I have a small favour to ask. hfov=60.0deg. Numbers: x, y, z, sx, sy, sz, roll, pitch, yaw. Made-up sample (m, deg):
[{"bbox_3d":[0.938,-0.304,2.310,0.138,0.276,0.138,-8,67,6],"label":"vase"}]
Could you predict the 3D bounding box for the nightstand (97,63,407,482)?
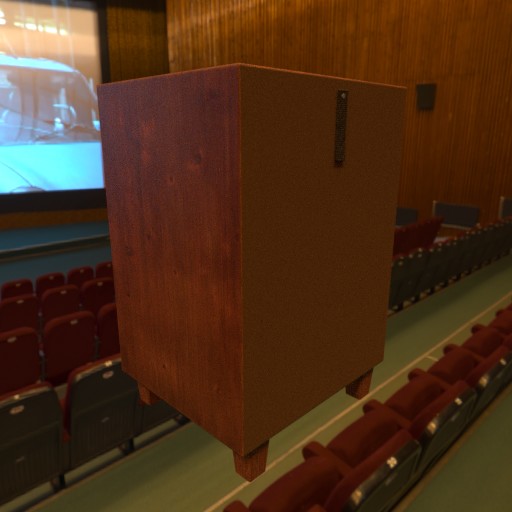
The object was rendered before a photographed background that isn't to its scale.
[{"bbox_3d":[0.000,0.000,0.967,0.410,0.695,0.465,15,22,43],"label":"nightstand"}]
